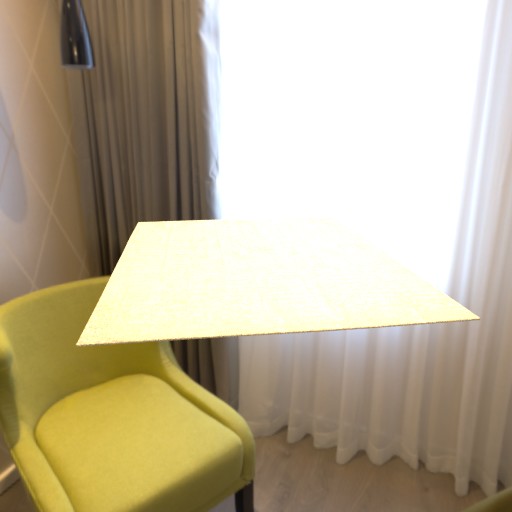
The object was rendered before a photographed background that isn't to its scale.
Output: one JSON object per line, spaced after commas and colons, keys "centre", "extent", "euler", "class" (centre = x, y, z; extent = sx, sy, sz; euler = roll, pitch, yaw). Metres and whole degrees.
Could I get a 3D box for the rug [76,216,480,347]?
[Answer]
{"centre": [0.000, 0.000, 4.055], "extent": [2.447, 0.014, 3.061], "euler": [-2, 17, -8], "class": "rug"}
